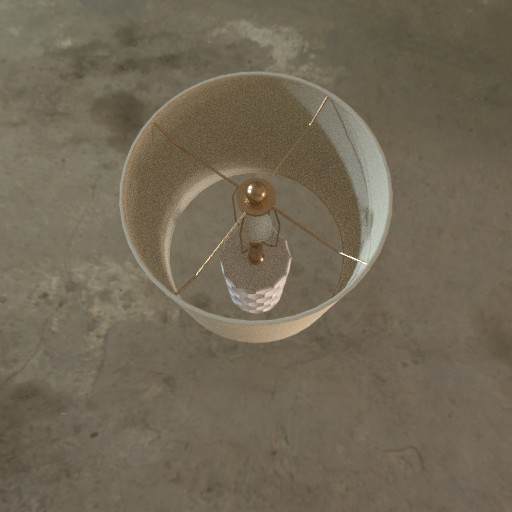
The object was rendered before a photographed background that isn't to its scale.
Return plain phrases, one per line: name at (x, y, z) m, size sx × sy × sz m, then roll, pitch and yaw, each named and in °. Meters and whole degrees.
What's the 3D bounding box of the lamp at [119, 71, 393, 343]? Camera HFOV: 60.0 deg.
lamp at (0.000, 0.000, 0.708) m, size 0.277 × 0.537 × 0.277 m, roll -15°, pitch 76°, yaw -4°
